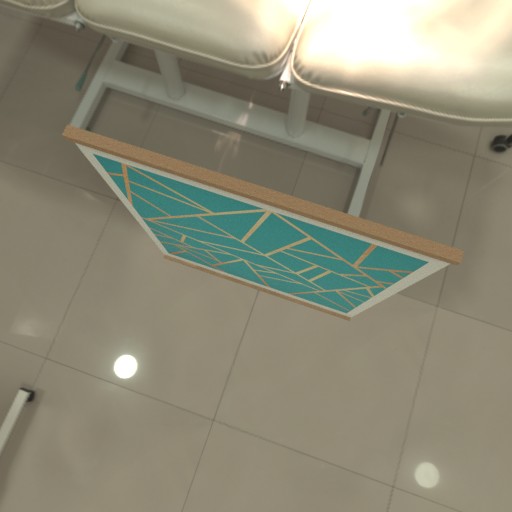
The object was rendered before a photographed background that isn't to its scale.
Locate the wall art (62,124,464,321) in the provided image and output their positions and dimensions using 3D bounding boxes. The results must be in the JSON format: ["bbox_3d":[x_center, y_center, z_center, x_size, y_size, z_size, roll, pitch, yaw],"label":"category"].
[{"bbox_3d":[0.000,0.000,0.673,0.405,0.508,0.012,18,76,5],"label":"wall art"}]
